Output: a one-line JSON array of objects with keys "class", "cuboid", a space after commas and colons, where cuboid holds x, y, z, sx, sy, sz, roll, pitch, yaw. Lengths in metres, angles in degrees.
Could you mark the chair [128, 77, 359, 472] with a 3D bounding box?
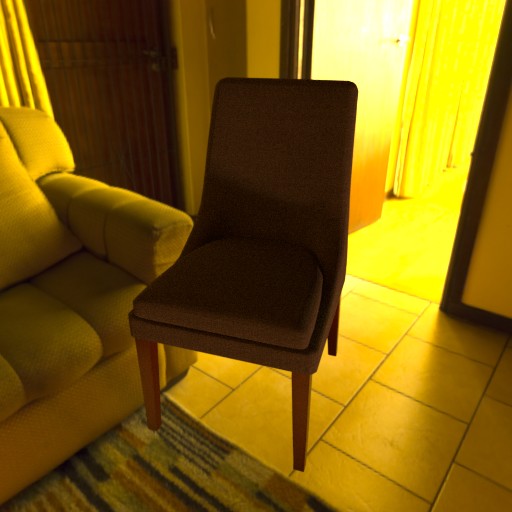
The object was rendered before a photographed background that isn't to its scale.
[{"class": "chair", "cuboid": [0.000, 0.000, 1.334, 0.508, 0.952, 0.655, 8, 27, 16]}]
